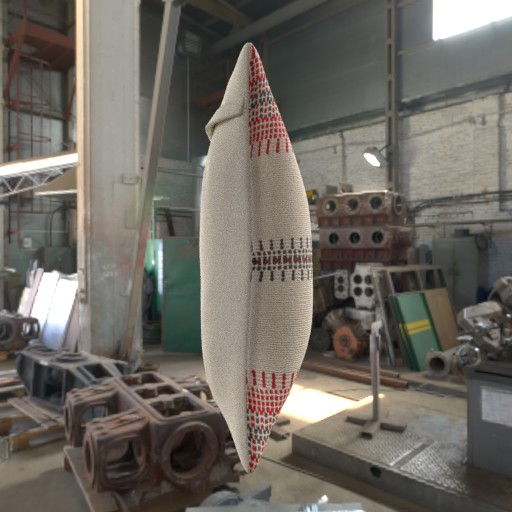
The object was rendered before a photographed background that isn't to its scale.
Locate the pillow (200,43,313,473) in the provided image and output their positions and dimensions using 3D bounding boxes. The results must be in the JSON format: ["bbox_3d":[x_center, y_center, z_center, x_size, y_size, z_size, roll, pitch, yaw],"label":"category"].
[{"bbox_3d":[0.000,0.000,0.694,0.160,0.454,0.463,0,1,0],"label":"pillow"}]
